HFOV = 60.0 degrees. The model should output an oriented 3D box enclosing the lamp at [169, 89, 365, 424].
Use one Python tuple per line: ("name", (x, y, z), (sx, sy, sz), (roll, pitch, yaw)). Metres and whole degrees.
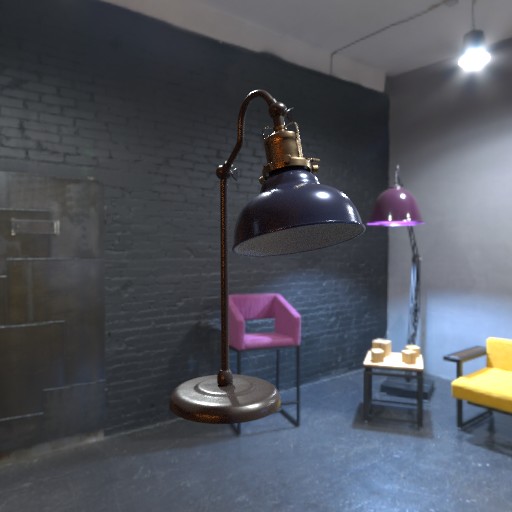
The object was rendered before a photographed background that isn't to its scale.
("lamp", (0.000, 0.000, 0.687), (0.192, 0.508, 0.374), (-1, 2, -36))
